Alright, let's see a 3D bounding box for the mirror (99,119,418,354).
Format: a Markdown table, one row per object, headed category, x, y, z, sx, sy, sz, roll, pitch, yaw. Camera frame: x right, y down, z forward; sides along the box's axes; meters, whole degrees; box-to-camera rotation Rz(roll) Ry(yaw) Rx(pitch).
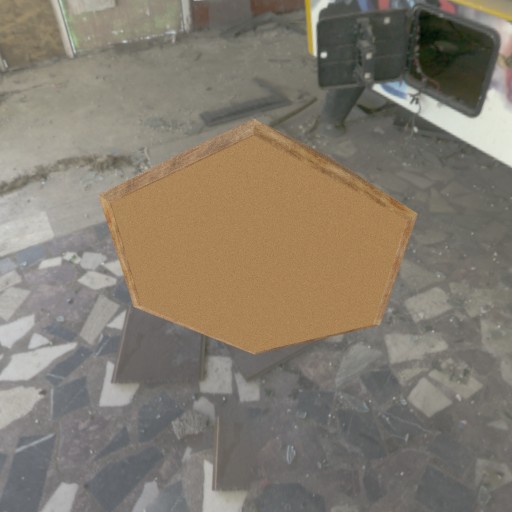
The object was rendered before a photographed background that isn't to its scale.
| category | x | y | z | sx | sy | sz | roll | pitch | yaw |
| --- | --- | --- | --- | --- | --- | --- | --- | --- | --- |
| mirror | 0.000 | 0.000 | 1.098 | 0.675 | 0.779 | 0.091 | 4 | 46 | 4 |
